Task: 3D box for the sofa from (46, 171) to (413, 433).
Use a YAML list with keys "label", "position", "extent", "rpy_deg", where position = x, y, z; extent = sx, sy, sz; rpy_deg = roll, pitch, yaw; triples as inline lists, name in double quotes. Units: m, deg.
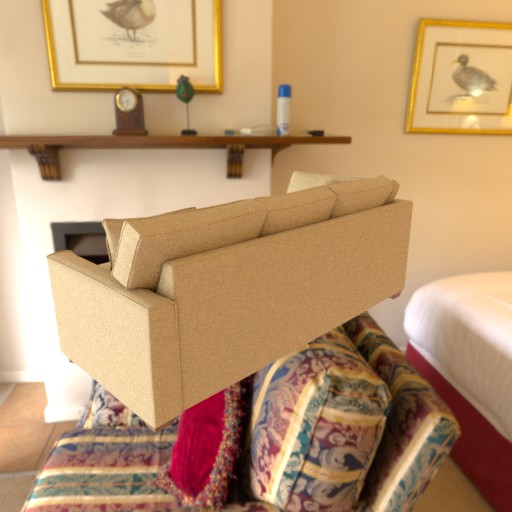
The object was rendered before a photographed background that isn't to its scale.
- label: "sofa"
  position: [0.000, 0.000, 2.925]
  extent: [1.061, 0.962, 2.317]
  rpy_deg: [16, 23, 42]
